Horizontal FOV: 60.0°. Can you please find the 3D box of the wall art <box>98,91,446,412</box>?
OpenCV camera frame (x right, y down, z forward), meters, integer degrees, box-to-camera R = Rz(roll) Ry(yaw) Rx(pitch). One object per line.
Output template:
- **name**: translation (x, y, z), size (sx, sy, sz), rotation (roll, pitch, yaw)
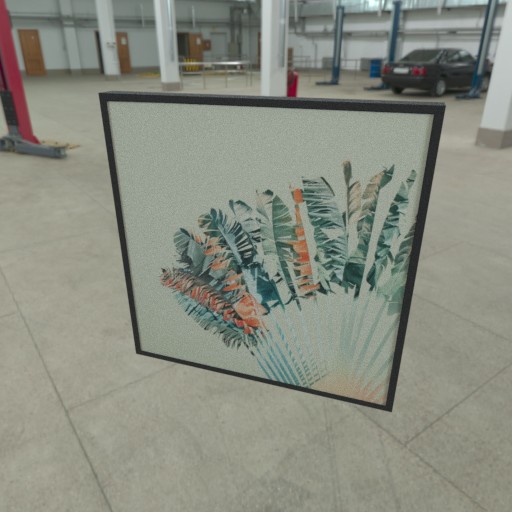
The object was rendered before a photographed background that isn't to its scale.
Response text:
- **wall art**: translation (0.000, 0.000, 0.747), size (0.509, 0.507, 0.037), rotation (8, 27, 17)
